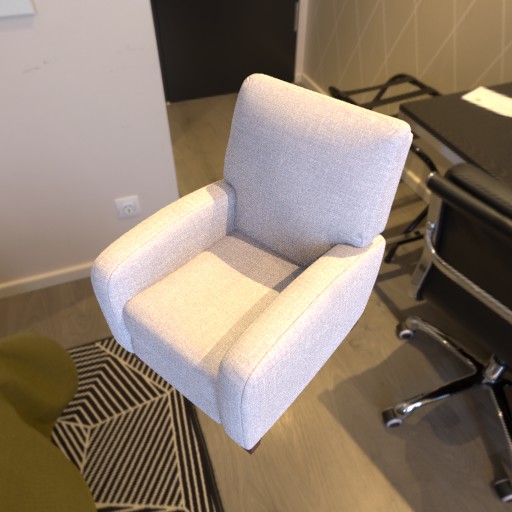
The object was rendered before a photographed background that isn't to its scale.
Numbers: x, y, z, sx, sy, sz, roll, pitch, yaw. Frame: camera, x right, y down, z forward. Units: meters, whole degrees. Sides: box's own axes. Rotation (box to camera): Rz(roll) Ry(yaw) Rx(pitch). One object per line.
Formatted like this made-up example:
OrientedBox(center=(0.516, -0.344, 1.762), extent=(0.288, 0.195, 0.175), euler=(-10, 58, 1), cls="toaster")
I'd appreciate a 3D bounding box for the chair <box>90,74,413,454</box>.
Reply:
OrientedBox(center=(0.000, 0.000, 1.661), extent=(0.762, 0.990, 0.990), euler=(30, 52, 27), cls="chair")
